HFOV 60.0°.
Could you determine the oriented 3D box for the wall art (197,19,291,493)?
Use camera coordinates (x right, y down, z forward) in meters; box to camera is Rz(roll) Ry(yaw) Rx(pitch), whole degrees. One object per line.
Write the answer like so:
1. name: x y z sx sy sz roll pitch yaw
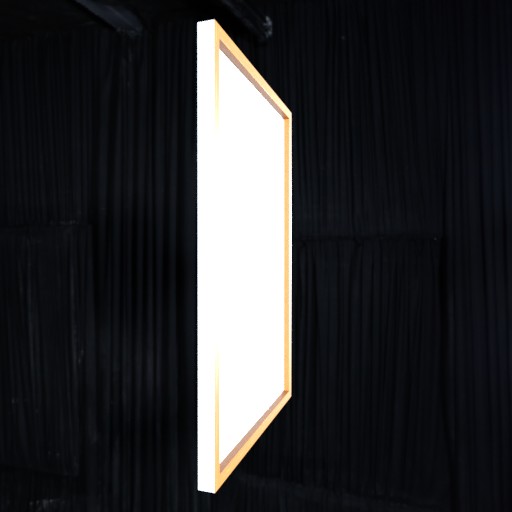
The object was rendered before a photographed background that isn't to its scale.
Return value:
1. wall art: 0.000 0.000 0.763 0.025 0.608 0.405 0 1 19
